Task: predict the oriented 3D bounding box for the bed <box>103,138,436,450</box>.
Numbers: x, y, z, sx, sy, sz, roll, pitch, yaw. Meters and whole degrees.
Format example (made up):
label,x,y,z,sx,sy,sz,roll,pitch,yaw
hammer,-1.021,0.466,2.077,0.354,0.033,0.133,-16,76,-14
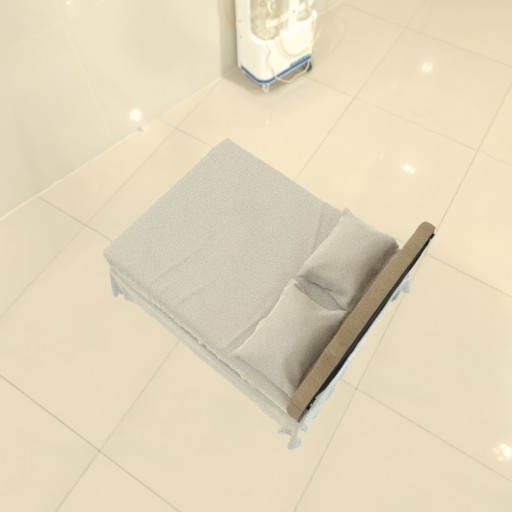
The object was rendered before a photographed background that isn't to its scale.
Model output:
label,x,y,z,sx,sy,sz,roll,pitch,yaw
bed,0.000,0.000,3.473,2.222,1.634,1.780,36,68,17
